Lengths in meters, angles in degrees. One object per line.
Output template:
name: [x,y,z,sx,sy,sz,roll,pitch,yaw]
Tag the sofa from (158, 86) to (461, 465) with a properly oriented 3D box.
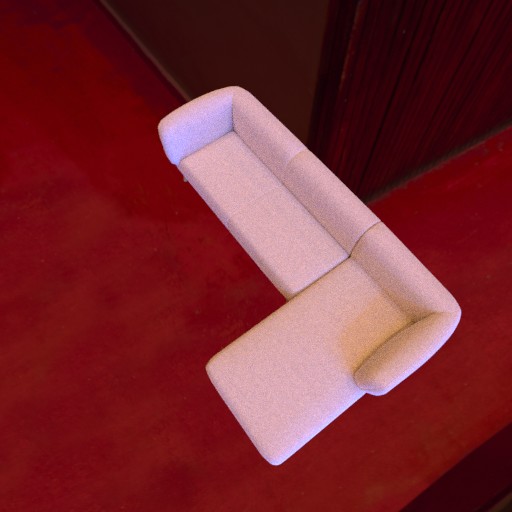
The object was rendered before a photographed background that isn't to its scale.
sofa: [0.000,0.000,3.397,1.610,0.730,2.660,-34,69,-15]
